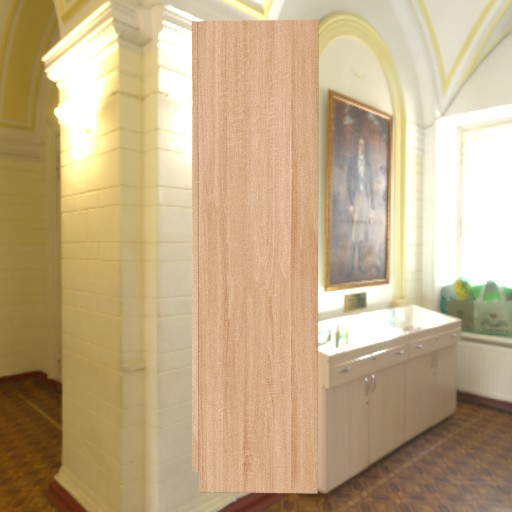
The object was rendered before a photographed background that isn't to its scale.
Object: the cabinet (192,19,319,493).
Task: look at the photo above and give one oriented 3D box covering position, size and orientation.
[{"bbox_3d":[0.000,0.000,2.736,0.590,2.120,1.500,0,1,1],"label":"cabinet"}]
